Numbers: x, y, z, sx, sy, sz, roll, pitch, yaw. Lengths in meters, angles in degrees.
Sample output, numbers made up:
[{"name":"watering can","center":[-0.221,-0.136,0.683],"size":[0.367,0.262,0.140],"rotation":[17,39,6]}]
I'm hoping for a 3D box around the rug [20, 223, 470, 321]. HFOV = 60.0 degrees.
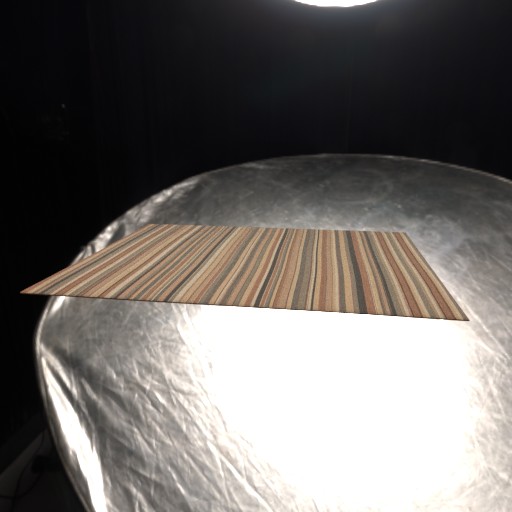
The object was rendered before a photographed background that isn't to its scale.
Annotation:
[{"name":"rug","center":[0.000,0.000,4.090],"size":[3.045,0.011,2.436],"rotation":[2,16,9]}]
